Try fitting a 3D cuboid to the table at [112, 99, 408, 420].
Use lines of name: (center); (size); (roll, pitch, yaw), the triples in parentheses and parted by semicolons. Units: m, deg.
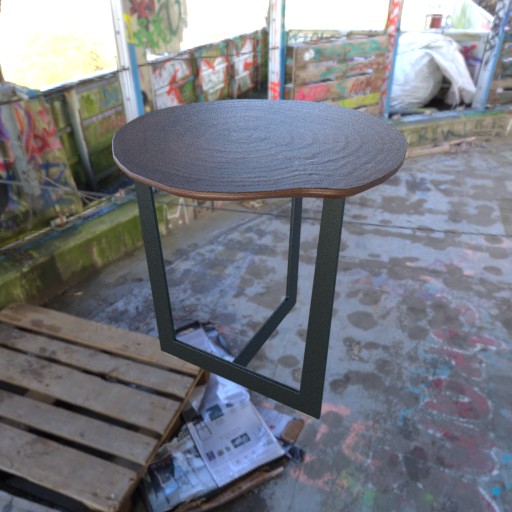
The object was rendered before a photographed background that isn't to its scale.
table: (0.000, 0.000, 0.852); (0.477, 0.476, 0.494); (10, 33, 16)
